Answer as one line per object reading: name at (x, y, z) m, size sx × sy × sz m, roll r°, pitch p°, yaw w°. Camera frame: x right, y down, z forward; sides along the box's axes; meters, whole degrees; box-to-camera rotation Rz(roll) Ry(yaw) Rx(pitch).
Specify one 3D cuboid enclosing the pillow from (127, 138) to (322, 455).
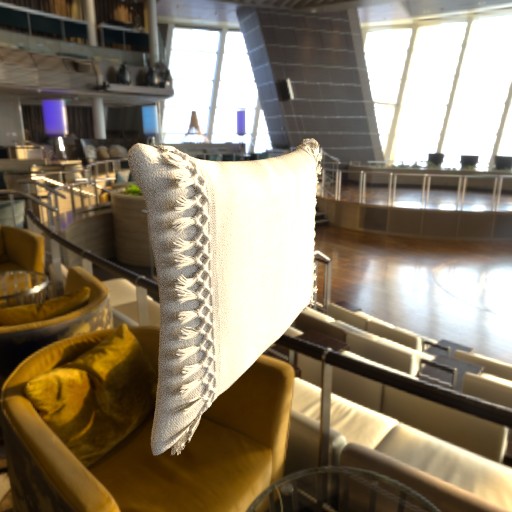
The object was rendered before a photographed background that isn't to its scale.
pillow at (0.000, 0.000, 0.597) m, size 0.084 × 0.305 × 0.466 m, roll 7°, pitch 17°, yaw 25°
